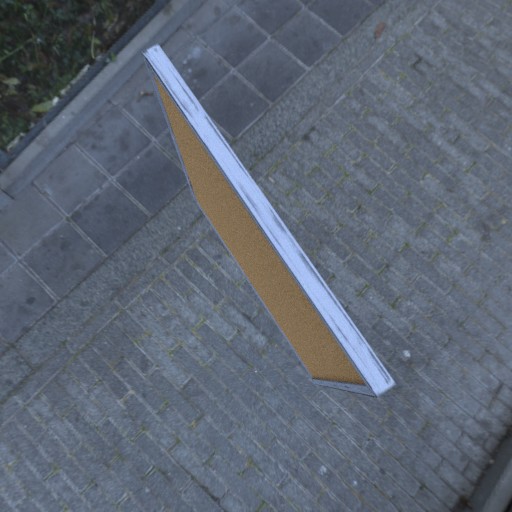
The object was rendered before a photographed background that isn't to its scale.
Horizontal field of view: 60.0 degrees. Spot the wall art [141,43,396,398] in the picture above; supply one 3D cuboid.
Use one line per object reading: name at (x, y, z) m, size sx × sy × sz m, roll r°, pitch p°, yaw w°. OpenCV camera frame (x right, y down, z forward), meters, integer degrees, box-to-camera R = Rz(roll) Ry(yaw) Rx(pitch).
wall art at (0.000, 0.000, 1.147) m, size 0.037 × 0.761 × 0.761 m, roll -32°, pitch 78°, yaw -8°
